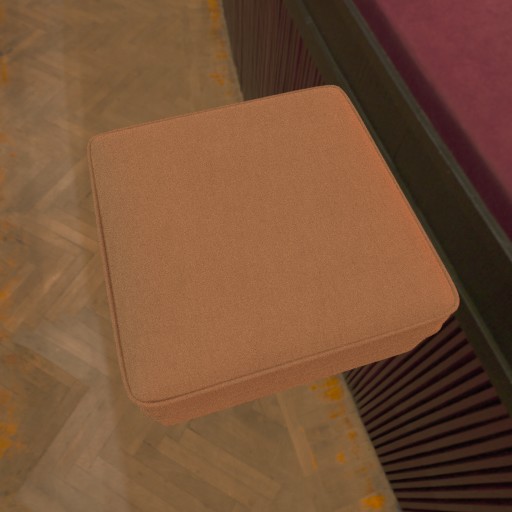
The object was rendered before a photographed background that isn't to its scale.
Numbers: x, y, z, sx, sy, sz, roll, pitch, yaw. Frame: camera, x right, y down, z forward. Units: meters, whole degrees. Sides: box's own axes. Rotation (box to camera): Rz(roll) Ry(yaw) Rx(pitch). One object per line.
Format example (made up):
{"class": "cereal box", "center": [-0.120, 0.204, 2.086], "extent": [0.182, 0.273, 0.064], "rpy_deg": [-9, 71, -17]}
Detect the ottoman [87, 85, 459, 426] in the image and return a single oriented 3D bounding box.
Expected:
{"class": "ottoman", "center": [0.000, 0.000, 1.028], "extent": [0.613, 0.438, 0.616], "rpy_deg": [-15, 63, -8]}
